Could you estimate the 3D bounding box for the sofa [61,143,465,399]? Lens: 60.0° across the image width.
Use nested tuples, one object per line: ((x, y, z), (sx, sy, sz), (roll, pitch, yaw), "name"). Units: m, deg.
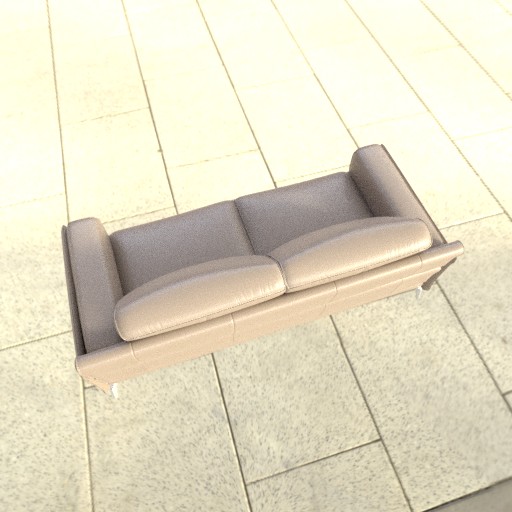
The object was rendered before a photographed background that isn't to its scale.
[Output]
((0.000, 0.000, 2.595), (2.101, 0.930, 1.049), (-16, 60, -10), "sofa")
